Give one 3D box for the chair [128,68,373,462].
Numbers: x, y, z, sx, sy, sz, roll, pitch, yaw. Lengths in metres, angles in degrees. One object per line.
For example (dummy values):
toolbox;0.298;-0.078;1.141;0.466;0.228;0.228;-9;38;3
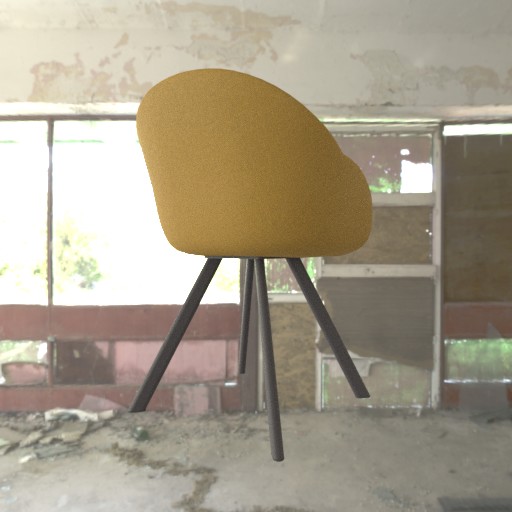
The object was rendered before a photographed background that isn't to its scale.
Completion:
chair;0.000;0.000;1.190;0.551;0.793;0.583;1;1;36
